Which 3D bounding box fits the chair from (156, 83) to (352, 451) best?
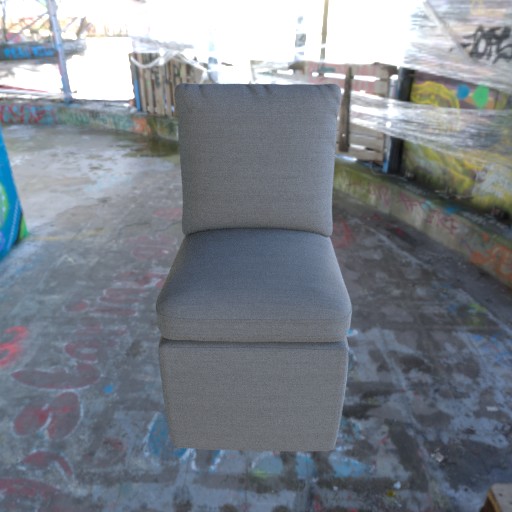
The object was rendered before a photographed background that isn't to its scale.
[{"bbox_3d":[0.000,0.000,1.341,0.503,0.927,0.698,1,29,1],"label":"chair"}]
